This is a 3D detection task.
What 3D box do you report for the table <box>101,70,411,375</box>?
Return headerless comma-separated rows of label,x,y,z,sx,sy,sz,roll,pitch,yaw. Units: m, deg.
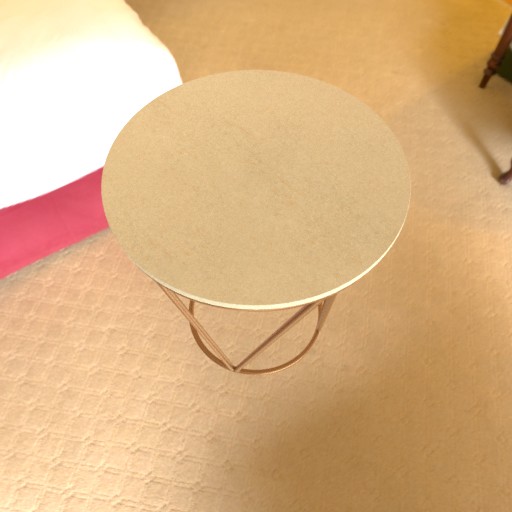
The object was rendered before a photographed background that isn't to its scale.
table,0.000,0.000,0.966,0.500,0.564,0.500,0,59,0
